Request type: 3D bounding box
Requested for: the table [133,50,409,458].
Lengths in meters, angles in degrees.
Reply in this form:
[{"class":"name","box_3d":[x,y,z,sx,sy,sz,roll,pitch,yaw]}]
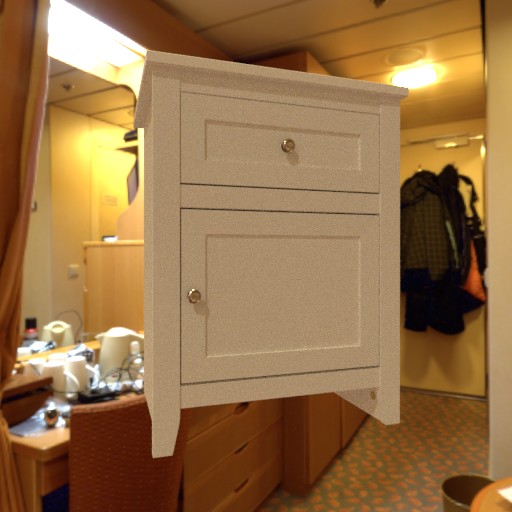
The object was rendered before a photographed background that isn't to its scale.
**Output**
[{"class":"table","box_3d":[0.000,0.000,0.936,0.480,0.635,0.381,0,0,-18]}]
